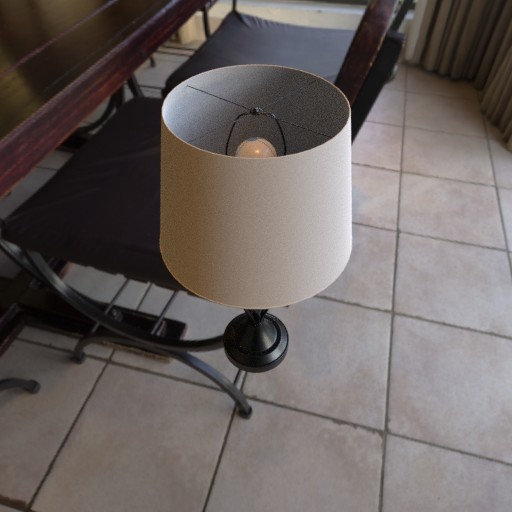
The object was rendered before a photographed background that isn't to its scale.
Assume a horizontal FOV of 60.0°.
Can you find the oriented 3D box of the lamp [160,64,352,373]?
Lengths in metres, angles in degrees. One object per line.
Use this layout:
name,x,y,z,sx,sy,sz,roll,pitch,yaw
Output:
lamp,0.000,0.000,0.813,0.331,0.594,0.331,0,47,0
